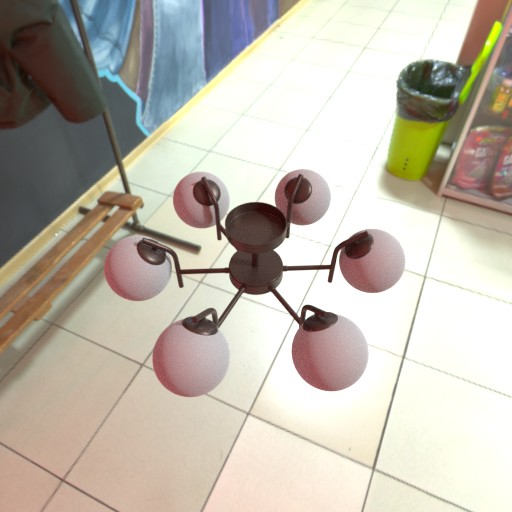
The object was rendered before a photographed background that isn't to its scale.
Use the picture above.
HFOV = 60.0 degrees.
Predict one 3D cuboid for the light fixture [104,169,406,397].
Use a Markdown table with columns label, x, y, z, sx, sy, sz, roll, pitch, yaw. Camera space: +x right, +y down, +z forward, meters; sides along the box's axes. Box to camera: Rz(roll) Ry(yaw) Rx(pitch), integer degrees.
| label | x | y | z | sx | sy | sz | roll | pitch | yaw |
| --- | --- | --- | --- | --- | --- | --- | --- | --- | --- |
| light fixture | 0.000 | 0.000 | 0.964 | 0.662 | 0.201 | 0.662 | 0 | 48 | 0 |
